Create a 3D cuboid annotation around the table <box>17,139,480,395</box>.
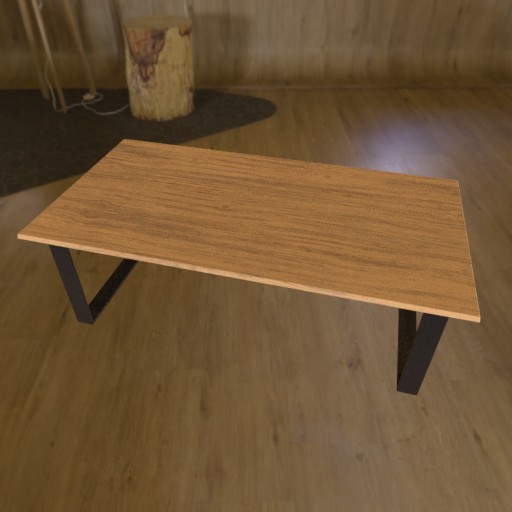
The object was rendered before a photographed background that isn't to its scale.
[{"bbox_3d":[0.000,0.000,1.619,1.331,0.445,0.693,10,41,11],"label":"table"}]
